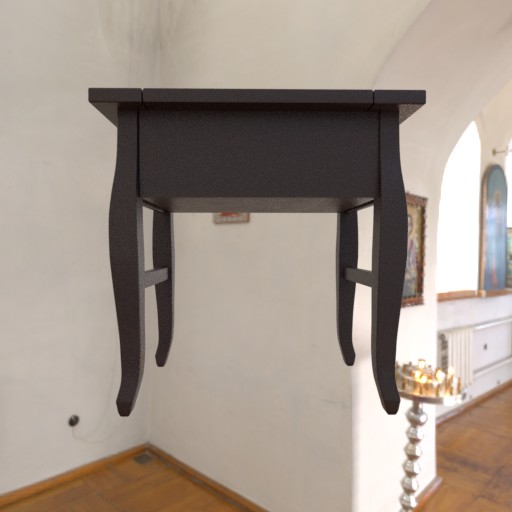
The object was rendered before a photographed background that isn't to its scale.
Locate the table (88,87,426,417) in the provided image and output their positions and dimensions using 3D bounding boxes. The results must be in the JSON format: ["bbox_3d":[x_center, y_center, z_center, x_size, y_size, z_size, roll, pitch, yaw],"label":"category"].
[{"bbox_3d":[0.000,0.000,1.022,0.602,0.605,0.460,0,1,-1],"label":"table"}]
